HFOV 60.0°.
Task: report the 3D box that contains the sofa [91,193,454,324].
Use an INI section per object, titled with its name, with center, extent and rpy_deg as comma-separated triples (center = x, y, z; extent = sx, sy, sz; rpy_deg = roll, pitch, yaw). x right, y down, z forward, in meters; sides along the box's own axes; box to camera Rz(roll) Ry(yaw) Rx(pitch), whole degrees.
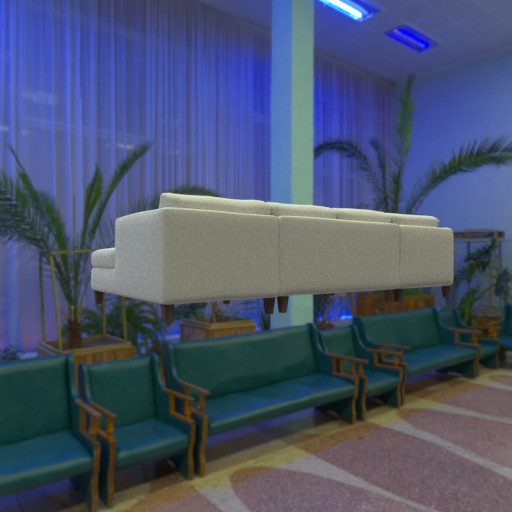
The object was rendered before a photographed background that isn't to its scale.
[sofa]
center = 0.000, 0.000, 4.629
extent = 3.238, 0.853, 2.551
rpy_deg = 0, 0, -36
